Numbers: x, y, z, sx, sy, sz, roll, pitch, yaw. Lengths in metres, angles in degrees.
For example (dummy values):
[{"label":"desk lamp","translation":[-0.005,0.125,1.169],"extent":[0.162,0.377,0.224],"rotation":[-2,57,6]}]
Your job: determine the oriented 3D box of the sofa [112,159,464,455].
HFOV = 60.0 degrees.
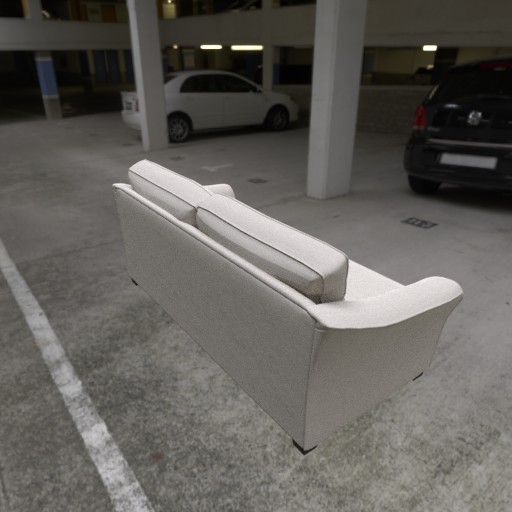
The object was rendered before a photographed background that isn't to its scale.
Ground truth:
[{"label":"sofa","translation":[0.000,0.000,2.774],"extent":[0.980,0.965,2.270],"rotation":[-17,31,-32]}]
